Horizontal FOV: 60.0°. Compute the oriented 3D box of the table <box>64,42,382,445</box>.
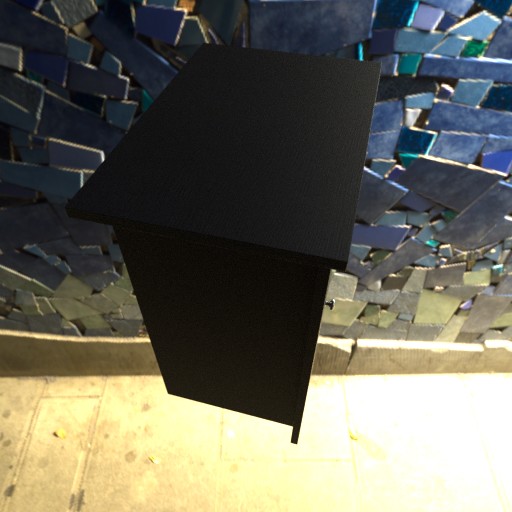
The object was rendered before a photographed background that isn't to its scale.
[{"bbox_3d":[0.000,0.000,1.050,0.408,0.711,0.589,11,49,10],"label":"table"}]
